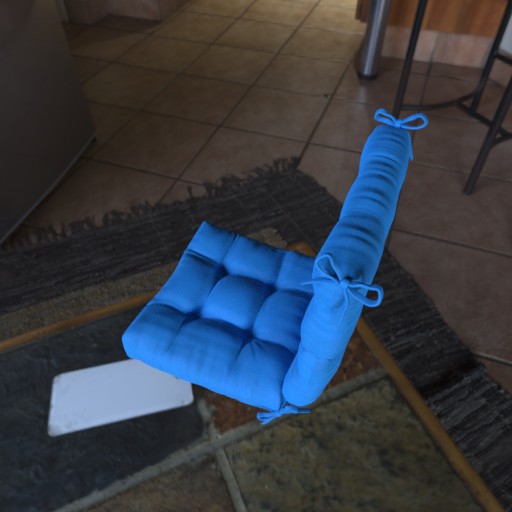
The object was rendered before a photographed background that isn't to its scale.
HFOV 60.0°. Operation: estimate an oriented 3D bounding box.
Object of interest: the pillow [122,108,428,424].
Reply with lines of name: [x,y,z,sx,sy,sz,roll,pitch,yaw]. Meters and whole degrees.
pillow: [0.000,0.000,1.035,0.571,0.605,0.519,17,50,15]
